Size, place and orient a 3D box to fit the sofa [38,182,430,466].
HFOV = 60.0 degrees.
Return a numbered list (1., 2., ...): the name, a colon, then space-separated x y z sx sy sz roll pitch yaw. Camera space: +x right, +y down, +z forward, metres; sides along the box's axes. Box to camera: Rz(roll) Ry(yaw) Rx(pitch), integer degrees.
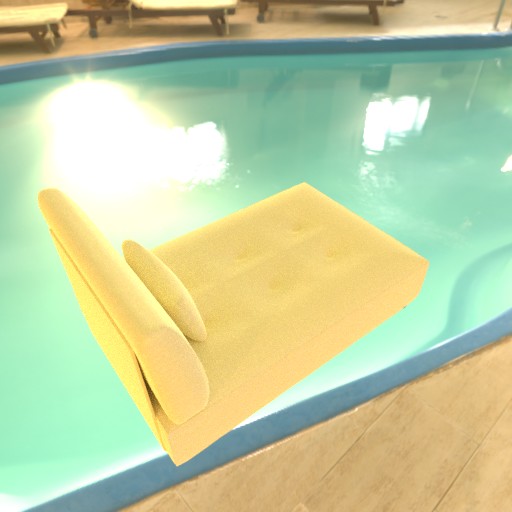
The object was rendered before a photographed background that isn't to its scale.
1. sofa: 0.000 0.000 1.996 1.450 0.820 0.930 -27 48 -27
